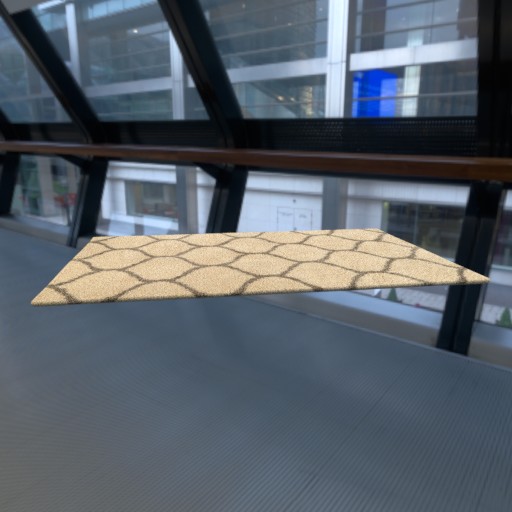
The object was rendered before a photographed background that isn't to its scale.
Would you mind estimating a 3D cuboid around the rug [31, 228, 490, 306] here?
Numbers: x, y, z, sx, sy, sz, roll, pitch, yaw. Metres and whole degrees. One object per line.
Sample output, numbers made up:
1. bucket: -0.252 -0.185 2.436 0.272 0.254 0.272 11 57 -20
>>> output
1. rug: 0.000 0.000 2.933 2.348 0.024 1.501 -2 14 -9
